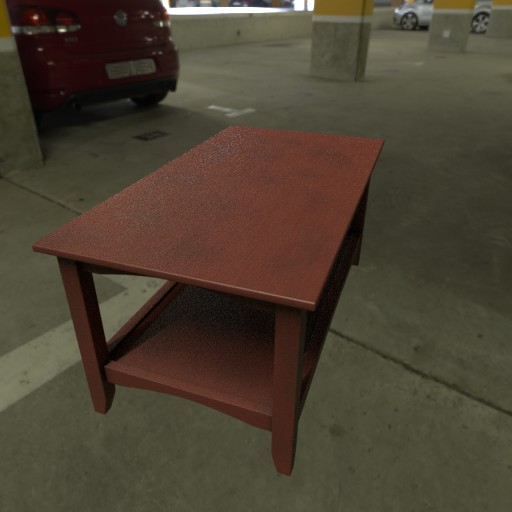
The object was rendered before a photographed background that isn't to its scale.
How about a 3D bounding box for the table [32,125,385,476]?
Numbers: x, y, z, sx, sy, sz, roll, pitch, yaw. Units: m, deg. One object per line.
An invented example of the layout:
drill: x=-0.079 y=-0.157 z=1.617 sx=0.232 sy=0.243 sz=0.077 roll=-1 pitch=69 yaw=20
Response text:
table: x=0.000 y=0.000 z=1.228 sx=0.533 sy=0.456 sz=0.943 roll=10 pitch=32 yaw=17
